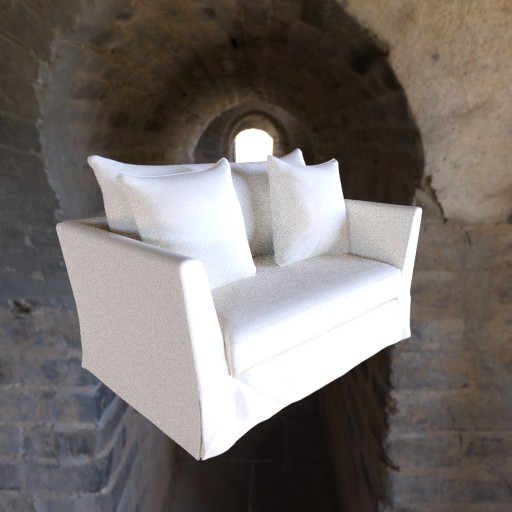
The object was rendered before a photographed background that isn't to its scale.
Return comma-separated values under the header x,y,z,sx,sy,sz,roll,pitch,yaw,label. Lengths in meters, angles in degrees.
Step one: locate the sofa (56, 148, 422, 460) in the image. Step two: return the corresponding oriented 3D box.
x,y,z,sx,sy,sz,roll,pitch,yaw,label
0.000,0.000,2.265,1.608,1.039,1.026,-14,20,-43,sofa
